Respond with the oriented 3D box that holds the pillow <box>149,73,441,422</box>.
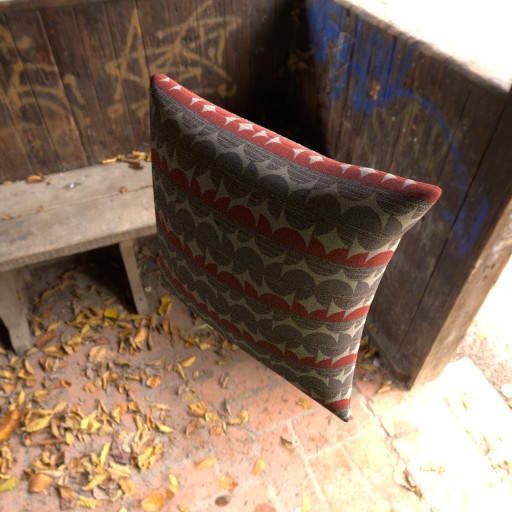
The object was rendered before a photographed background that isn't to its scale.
[{"bbox_3d":[0.000,0.000,0.644,0.420,0.410,0.180,31,53,26],"label":"pillow"}]
